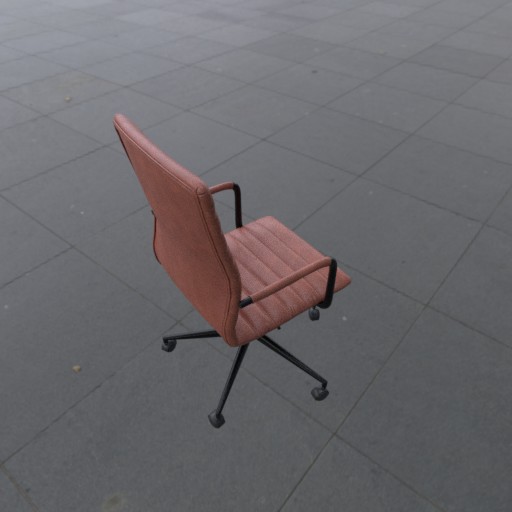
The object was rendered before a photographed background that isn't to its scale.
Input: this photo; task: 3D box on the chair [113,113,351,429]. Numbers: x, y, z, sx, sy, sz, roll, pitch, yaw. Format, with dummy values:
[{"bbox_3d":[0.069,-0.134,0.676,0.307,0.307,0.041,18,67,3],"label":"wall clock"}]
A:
[{"bbox_3d":[0.000,0.000,1.309,0.578,0.878,0.600,-25,47,-26],"label":"chair"}]
